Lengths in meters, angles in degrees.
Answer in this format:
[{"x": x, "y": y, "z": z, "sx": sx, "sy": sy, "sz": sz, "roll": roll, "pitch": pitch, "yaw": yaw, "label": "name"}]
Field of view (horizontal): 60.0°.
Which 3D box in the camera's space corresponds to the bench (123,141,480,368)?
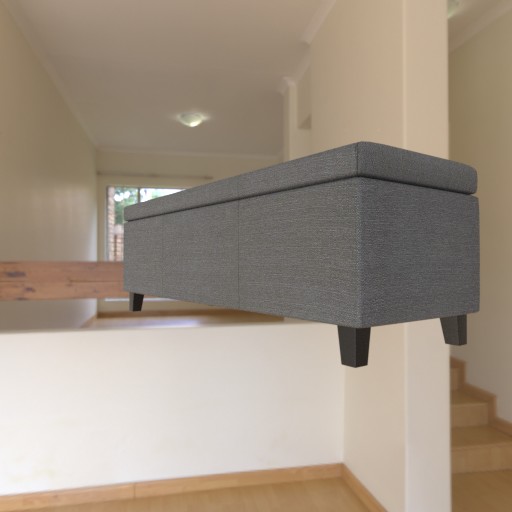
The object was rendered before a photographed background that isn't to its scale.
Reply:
[{"x": 0.000, "y": 0.000, "z": 1.442, "sx": 0.446, "sy": 0.438, "sz": 1.269, "roll": 0, "pitch": -1, "yaw": -36, "label": "bench"}]
